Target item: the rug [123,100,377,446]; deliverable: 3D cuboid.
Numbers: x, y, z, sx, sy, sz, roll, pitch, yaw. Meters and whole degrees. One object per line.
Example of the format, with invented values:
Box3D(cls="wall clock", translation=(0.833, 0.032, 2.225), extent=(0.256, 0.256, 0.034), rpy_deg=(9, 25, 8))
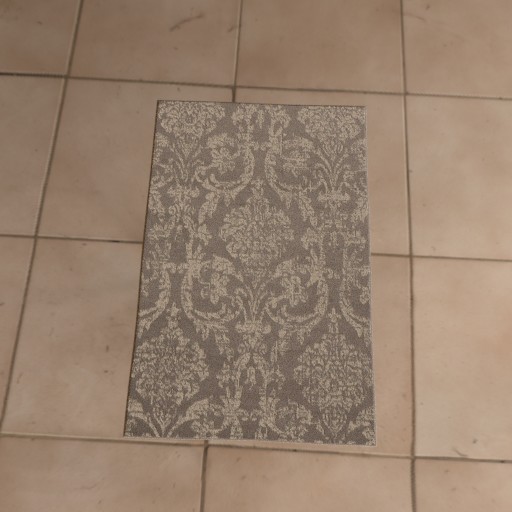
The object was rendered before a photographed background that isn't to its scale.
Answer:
Box3D(cls="rug", translation=(0.000, 0.000, 2.331), extent=(1.206, 0.012, 1.824), rpy_deg=(2, 76, 0))
